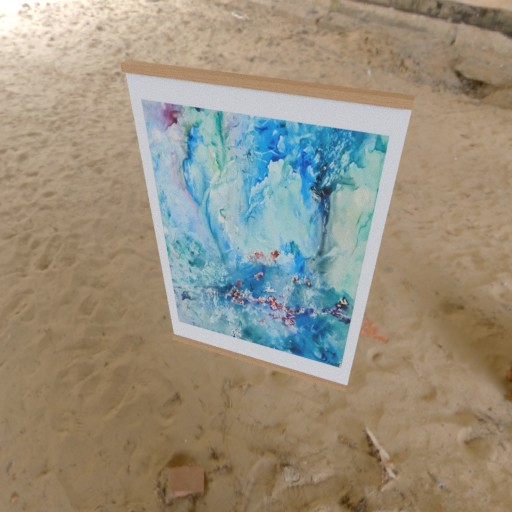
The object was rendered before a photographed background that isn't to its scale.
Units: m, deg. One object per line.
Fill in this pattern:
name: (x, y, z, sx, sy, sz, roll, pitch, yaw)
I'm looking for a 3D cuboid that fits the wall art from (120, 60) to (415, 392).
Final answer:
wall art: (0.000, 0.000, 1.921, 0.991, 1.510, 0.040, 13, 42, 15)
